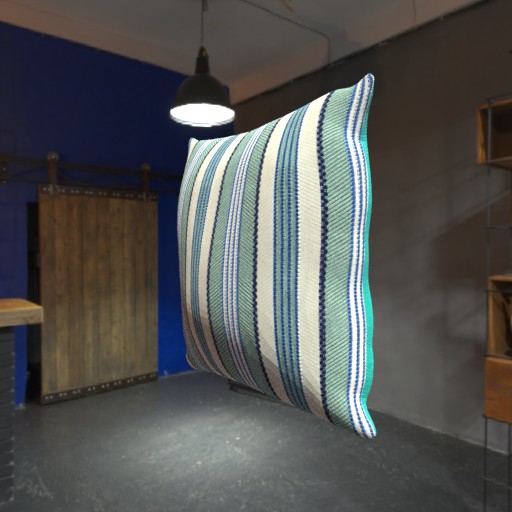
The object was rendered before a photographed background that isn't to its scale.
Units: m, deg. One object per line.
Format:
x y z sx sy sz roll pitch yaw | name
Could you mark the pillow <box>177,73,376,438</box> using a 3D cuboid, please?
0.000 0.000 0.685 0.182 0.441 0.440 -1 1 -37 | pillow
